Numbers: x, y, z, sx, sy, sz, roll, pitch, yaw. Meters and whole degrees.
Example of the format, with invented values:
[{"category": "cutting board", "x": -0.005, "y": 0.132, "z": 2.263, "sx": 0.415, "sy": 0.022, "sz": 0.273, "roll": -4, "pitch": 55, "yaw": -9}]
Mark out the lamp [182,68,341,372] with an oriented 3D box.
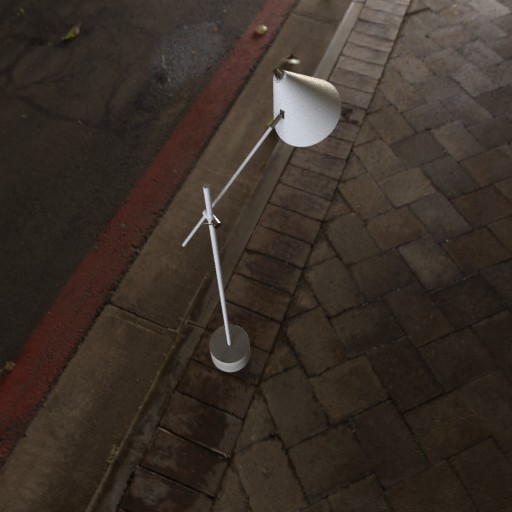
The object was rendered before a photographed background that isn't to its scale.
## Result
[{"category": "lamp", "x": 0.000, "y": 0.000, "z": 1.560, "sx": 0.508, "sy": 1.430, "sz": 0.223, "roll": -32, "pitch": 64, "yaw": -17}]
